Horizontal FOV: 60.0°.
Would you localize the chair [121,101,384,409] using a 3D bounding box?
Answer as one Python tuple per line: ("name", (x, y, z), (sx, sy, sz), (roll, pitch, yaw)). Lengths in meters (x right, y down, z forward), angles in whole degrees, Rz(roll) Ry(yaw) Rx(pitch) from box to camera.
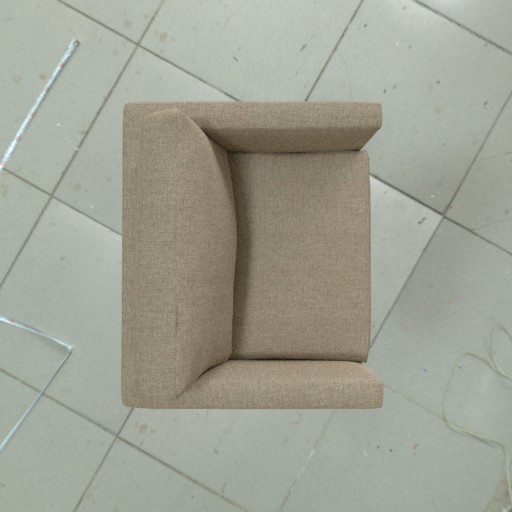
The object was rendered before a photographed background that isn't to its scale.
("chair", (0.000, 0.000, 1.841), (0.959, 0.987, 1.107), (0, 89, 1))
